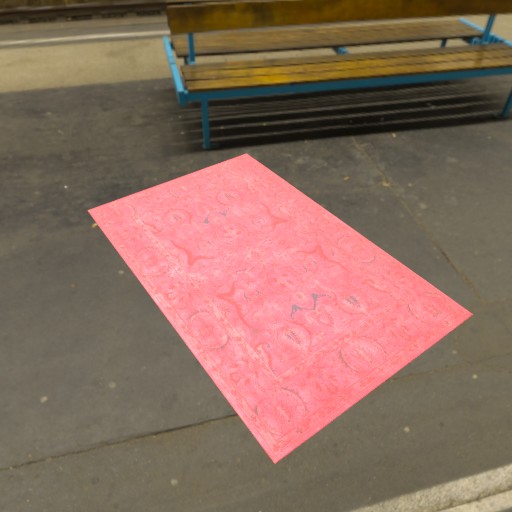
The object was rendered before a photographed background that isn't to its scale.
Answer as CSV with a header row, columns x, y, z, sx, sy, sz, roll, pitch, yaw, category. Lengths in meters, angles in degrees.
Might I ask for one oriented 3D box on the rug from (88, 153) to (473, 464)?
x,y,z,sx,sy,sz,roll,pitch,yaw,category
0.000,0.000,3.111,1.534,0.010,2.423,-26,48,-26,rug
